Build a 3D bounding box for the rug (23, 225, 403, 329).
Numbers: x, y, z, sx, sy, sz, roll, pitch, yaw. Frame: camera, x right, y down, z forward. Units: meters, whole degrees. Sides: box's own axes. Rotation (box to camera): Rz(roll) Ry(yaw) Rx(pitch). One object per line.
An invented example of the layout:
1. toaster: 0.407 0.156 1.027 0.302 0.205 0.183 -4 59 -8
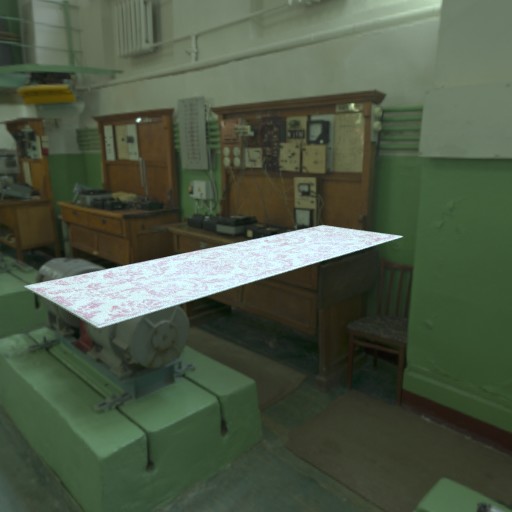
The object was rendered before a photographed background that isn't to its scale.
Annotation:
1. rug: 0.000 0.000 2.447 0.662 0.011 2.196 12 18 42
